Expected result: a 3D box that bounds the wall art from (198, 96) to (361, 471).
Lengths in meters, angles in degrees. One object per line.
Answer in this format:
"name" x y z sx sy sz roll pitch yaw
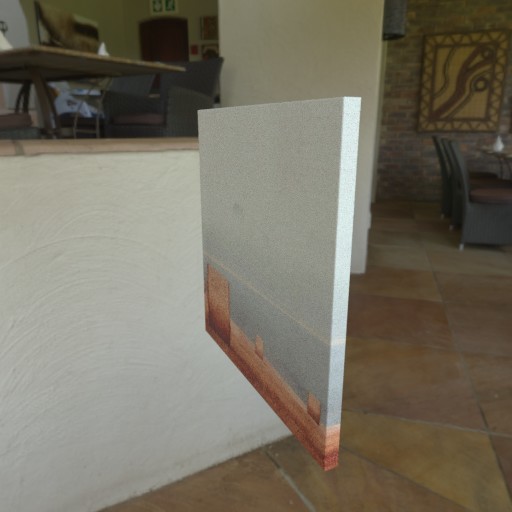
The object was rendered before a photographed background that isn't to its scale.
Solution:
"wall art" 0.000 0.000 0.630 0.023 0.405 0.405 -8 18 -25
